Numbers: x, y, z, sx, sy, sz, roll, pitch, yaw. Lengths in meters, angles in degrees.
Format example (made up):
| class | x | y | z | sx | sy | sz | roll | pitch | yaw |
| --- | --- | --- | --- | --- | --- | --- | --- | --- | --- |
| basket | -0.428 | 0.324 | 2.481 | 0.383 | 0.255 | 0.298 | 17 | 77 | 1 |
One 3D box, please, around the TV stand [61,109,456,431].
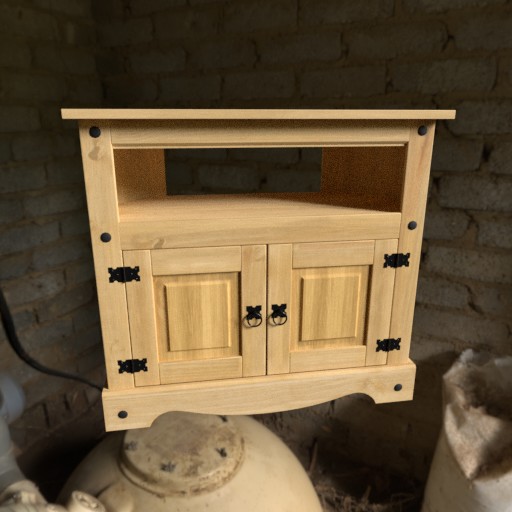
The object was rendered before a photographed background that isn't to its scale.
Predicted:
| class | x | y | z | sx | sy | sz | roll | pitch | yaw |
| --- | --- | --- | --- | --- | --- | --- | --- | --- | --- |
| TV stand | 0.000 | 0.000 | 1.258 | 0.851 | 0.781 | 0.425 | -3 | 17 | -9 |
